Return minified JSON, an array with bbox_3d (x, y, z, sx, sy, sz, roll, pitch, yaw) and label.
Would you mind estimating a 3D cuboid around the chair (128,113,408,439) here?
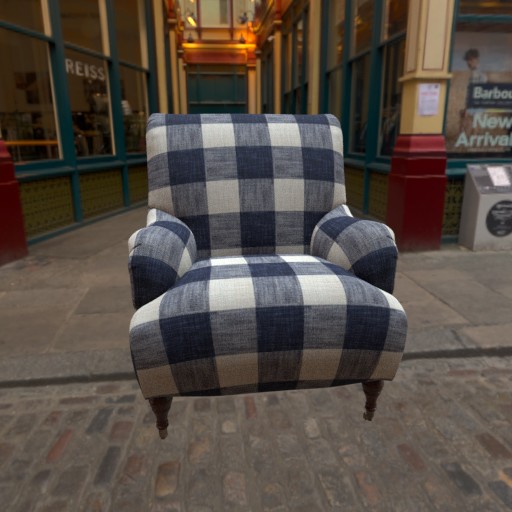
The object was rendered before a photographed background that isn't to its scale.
[{"bbox_3d":[0.000,0.000,1.524,0.781,0.953,0.848,-2,16,-7],"label":"chair"}]
